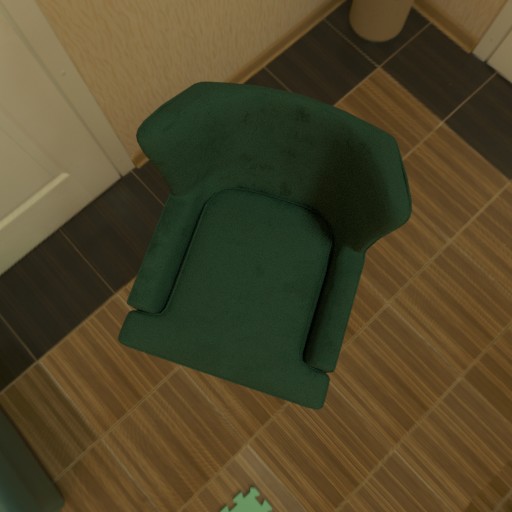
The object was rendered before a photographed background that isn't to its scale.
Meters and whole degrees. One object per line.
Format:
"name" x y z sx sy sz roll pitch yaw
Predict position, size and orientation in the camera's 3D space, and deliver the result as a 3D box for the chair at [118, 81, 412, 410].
"chair" 0.000 0.000 1.635 0.793 0.952 0.910 17 77 4
